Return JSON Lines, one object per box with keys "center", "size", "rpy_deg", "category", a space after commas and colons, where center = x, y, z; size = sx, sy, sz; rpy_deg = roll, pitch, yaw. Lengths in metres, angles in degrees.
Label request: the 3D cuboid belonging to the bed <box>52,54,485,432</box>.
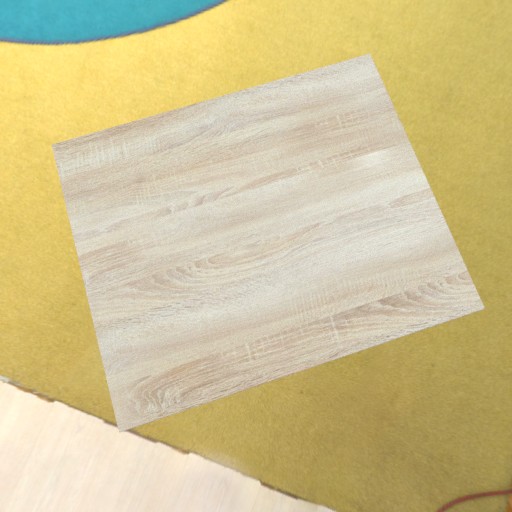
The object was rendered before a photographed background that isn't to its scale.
{"center": [0.000, 0.000, 0.774], "size": [0.460, 0.420, 0.401], "rpy_deg": [-18, 77, -4], "category": "bed"}
